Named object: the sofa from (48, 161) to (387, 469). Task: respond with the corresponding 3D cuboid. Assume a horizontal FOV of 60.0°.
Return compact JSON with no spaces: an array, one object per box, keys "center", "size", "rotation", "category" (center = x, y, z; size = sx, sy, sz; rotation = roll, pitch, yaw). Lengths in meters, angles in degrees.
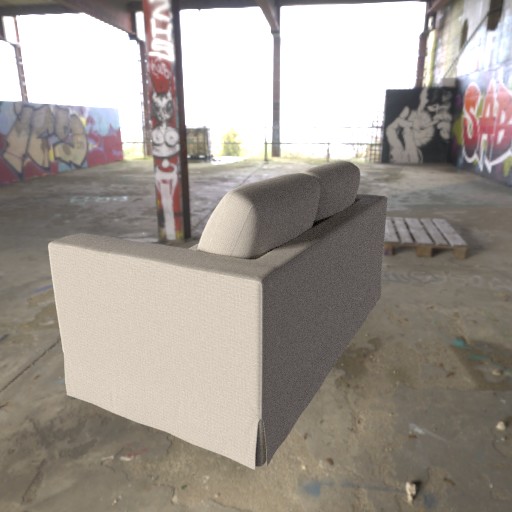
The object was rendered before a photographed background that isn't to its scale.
[{"center":[0.000,0.000,2.386],"size":[1.009,0.932,1.813],"rotation":[9,19,26],"category":"sofa"}]
